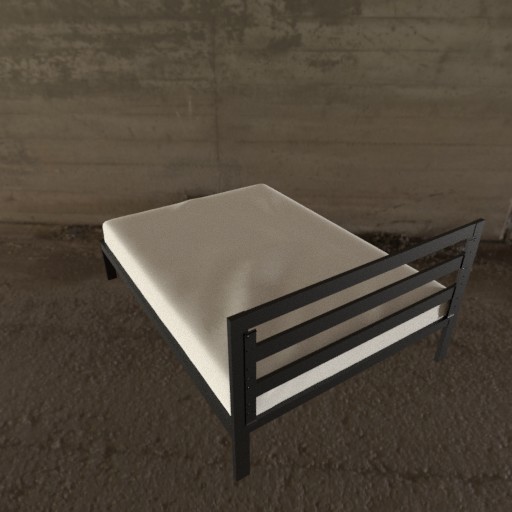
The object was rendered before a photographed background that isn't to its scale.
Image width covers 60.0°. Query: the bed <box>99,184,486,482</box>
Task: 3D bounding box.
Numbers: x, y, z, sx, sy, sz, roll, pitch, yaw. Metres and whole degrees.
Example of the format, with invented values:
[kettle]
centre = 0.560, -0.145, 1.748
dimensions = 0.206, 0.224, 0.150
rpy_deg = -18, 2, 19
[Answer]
[bed]
centre = 0.000, 0.000, 2.926
dimensions = 1.524, 0.967, 2.062
rpy_deg = -18, 35, -28
